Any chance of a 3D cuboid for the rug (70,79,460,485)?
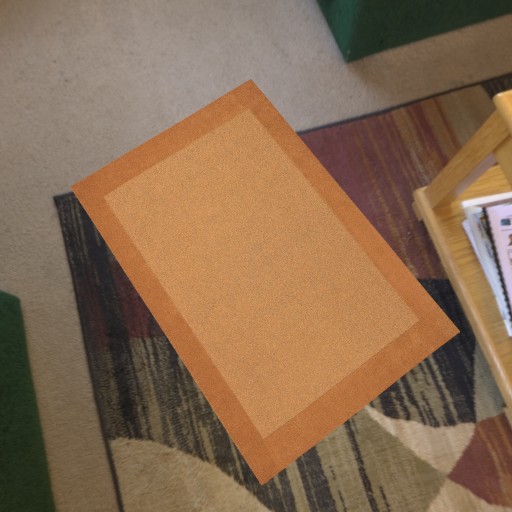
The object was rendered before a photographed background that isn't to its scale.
[{"bbox_3d":[0.000,0.000,2.338,1.219,0.014,1.829,-34,77,-9],"label":"rug"}]
